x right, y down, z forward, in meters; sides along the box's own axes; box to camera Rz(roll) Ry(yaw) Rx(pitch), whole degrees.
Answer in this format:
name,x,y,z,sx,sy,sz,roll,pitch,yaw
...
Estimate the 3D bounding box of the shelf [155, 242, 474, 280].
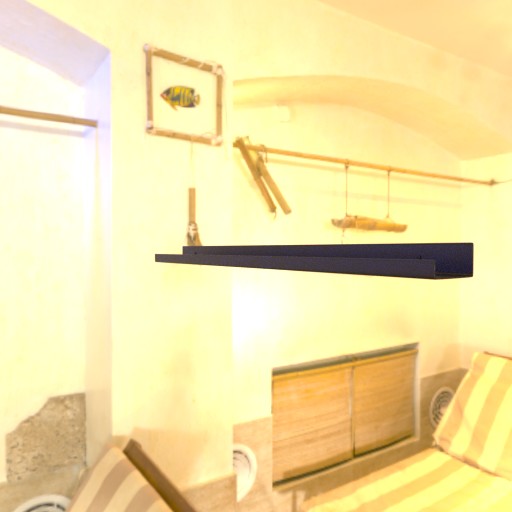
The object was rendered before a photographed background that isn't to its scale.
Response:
name,x,y,z,sx,sy,sz,roll,pitch,yaw
shelf,0.000,0.000,0.967,0.092,0.049,0.924,-1,1,-35
